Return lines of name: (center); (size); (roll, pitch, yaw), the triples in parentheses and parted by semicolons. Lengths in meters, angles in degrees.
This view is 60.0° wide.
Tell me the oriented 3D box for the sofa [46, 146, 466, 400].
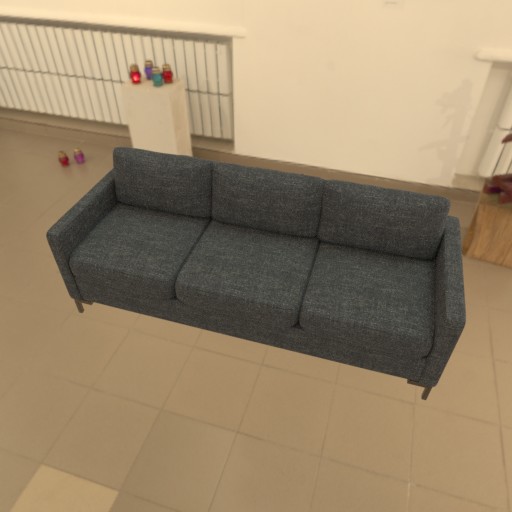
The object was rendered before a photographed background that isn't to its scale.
sofa: (0.000, 0.000, 2.650); (2.218, 0.874, 0.859); (11, 43, 13)
